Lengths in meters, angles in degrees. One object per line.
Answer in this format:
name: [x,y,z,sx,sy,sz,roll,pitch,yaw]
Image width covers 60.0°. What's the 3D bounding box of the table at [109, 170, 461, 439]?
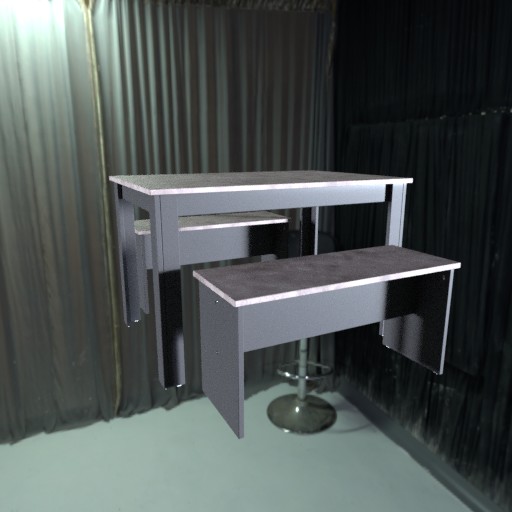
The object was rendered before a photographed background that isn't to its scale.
table: [0.000,0.000,1.995,1.100,0.700,1.443,-7,15,-26]
